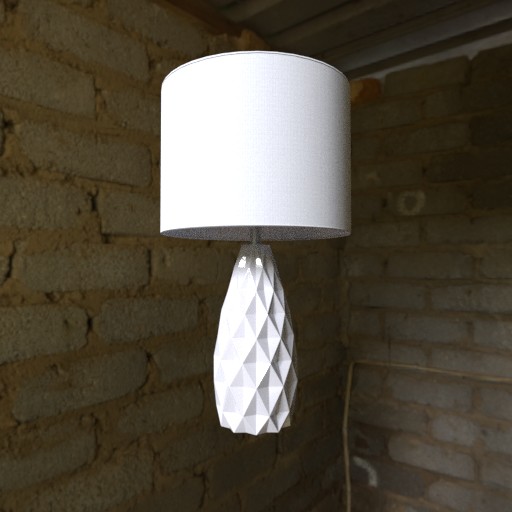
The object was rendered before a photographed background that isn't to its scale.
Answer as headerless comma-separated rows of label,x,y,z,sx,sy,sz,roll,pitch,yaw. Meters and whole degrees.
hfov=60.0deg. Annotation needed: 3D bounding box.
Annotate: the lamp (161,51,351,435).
lamp,0.000,0.000,0.704,0.297,0.522,0.297,0,-2,0
